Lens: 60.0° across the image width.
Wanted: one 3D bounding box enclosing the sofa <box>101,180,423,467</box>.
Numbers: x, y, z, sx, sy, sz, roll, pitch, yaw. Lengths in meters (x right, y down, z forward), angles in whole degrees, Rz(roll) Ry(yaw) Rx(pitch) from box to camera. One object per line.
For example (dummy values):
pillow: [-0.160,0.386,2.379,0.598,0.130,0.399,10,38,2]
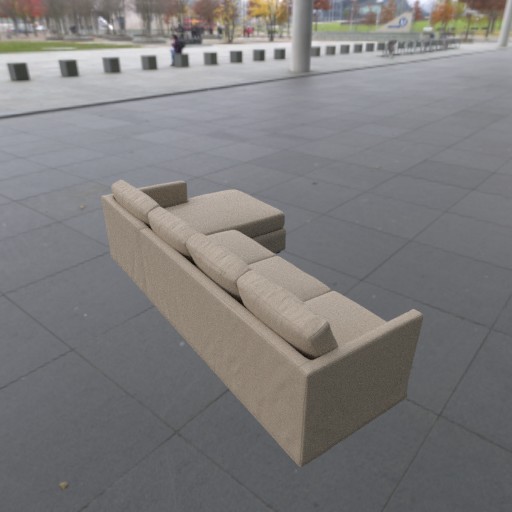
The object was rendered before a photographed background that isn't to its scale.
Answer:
sofa: [0.000,0.000,3.846,1.622,0.867,3.177,-18,32,-31]
